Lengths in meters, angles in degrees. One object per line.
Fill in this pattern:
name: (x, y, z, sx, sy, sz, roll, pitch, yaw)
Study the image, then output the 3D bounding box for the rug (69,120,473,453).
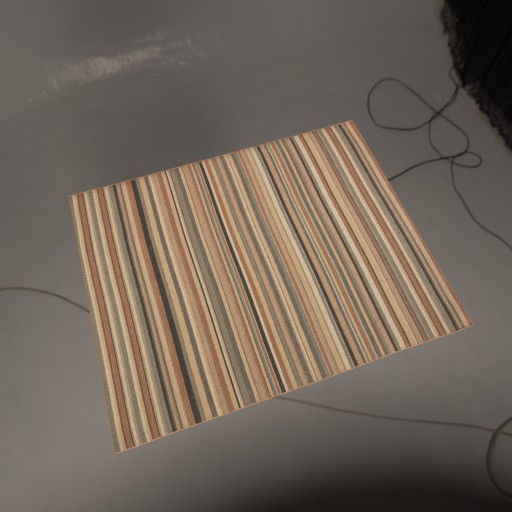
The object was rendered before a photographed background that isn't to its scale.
rug: (0.000, 0.000, 4.034, 3.045, 0.011, 2.436, -17, 64, -9)
